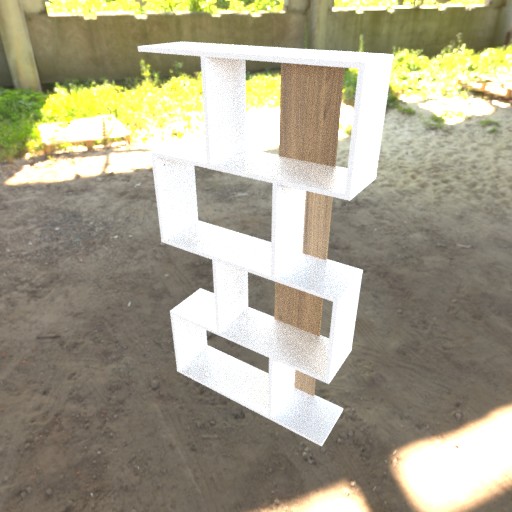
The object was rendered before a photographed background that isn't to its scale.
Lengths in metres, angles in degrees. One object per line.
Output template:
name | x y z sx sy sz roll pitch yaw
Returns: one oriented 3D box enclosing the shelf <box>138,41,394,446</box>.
shelf | 0.000 0.000 1.950 0.890 1.650 0.250 18 35 28
